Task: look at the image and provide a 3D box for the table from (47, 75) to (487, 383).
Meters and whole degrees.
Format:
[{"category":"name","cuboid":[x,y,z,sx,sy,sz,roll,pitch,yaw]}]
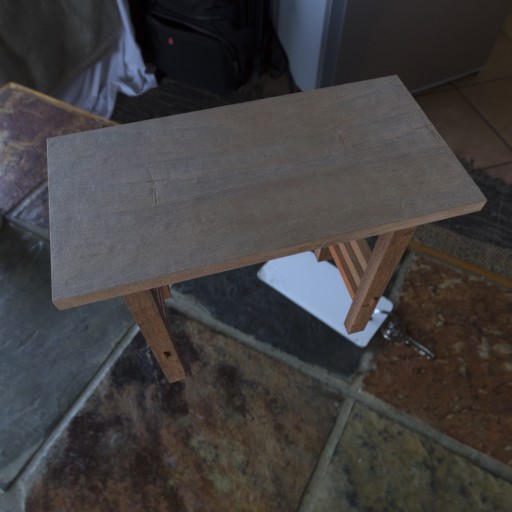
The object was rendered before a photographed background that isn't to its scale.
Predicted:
[{"category":"table","cuboid":[0.000,0.000,1.620,1.119,0.914,0.556,-13,58,-8]}]
